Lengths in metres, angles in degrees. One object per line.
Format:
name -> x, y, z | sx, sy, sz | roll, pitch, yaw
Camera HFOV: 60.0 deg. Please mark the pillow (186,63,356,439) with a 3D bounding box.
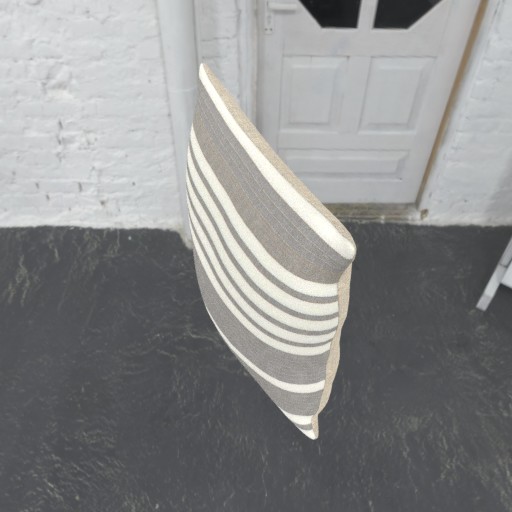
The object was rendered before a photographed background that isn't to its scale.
pillow -> 0.000, 0.000, 0.686 | 0.182, 0.440, 0.439 | -17, 48, -16
